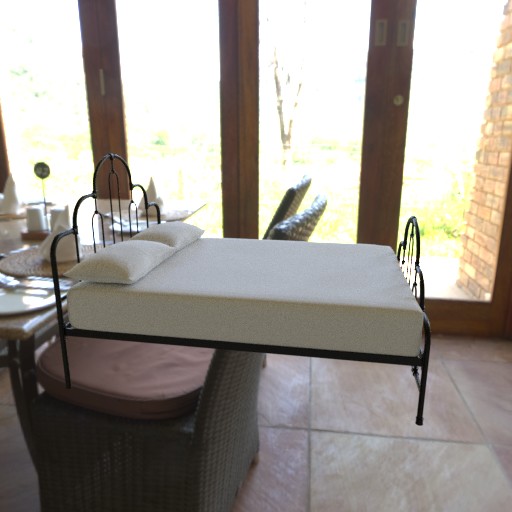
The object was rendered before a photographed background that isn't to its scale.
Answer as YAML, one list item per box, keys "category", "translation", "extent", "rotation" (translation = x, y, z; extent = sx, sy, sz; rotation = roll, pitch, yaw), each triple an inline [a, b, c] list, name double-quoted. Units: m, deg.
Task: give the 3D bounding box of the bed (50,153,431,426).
- category: "bed"
  translation: [0.000, 0.000, 3.224]
  extent: [2.181, 1.444, 1.626]
  rotation: [3, 15, 10]
